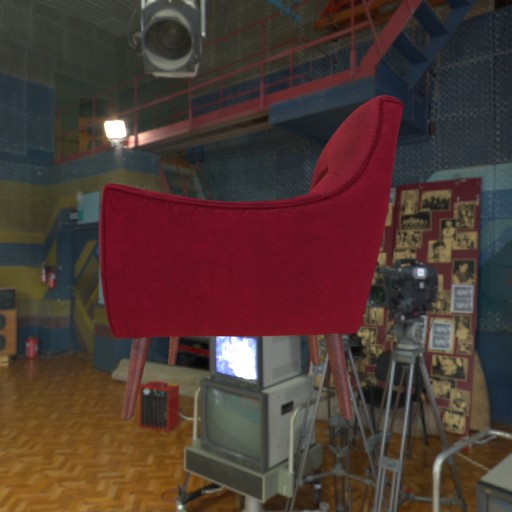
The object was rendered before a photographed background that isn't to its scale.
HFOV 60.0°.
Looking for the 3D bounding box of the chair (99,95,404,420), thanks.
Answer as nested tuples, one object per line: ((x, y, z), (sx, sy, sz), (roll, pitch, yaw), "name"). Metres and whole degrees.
((0.000, 0.000, 1.426), (0.787, 0.838, 0.762), (0, -1, 0), "chair")
